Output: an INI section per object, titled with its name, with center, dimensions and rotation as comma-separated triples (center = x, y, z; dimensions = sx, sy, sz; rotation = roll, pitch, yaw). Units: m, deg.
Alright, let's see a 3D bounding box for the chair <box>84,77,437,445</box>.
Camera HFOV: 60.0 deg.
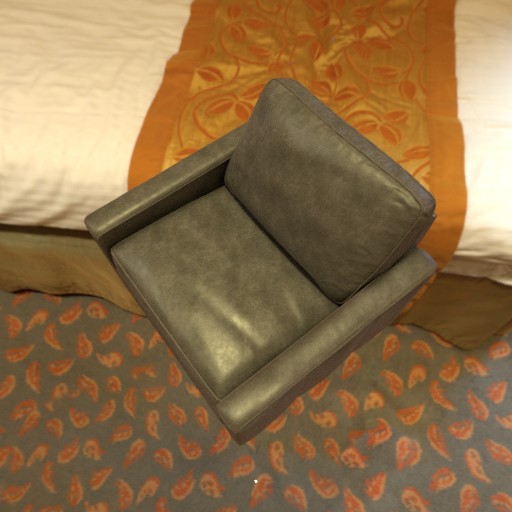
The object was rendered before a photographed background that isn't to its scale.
[chair]
center = 0.000, 0.000, 1.750
dimensions = 0.939, 0.916, 1.006
rotation = -35, 68, -16
